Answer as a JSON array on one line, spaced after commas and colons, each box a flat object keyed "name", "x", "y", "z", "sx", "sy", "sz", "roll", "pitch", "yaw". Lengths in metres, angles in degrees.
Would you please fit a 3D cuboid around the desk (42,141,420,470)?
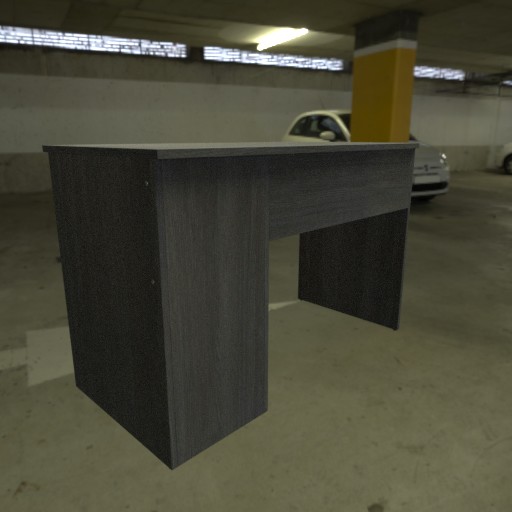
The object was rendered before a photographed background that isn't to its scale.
[{"name": "desk", "x": 0.000, "y": 0.000, "z": 1.489, "sx": 0.560, "sy": 0.730, "sz": 1.096, "roll": 14, "pitch": 21, "yaw": 43}]
